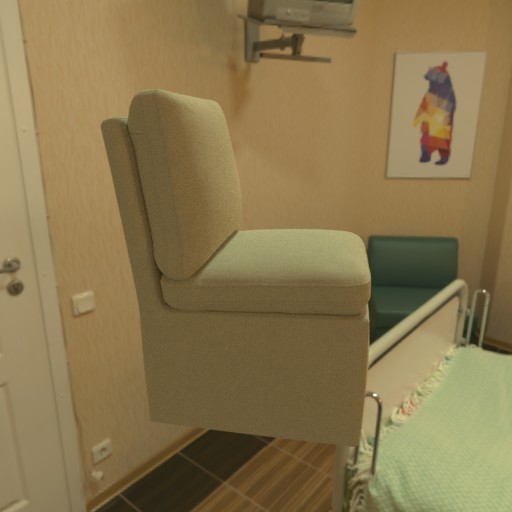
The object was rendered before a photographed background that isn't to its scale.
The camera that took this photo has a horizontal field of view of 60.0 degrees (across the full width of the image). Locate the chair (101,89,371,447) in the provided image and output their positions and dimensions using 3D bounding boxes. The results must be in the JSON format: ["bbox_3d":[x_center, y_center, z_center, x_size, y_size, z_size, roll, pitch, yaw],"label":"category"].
[{"bbox_3d":[0.000,0.000,1.350,0.698,0.927,0.503,3,16,10],"label":"chair"}]
